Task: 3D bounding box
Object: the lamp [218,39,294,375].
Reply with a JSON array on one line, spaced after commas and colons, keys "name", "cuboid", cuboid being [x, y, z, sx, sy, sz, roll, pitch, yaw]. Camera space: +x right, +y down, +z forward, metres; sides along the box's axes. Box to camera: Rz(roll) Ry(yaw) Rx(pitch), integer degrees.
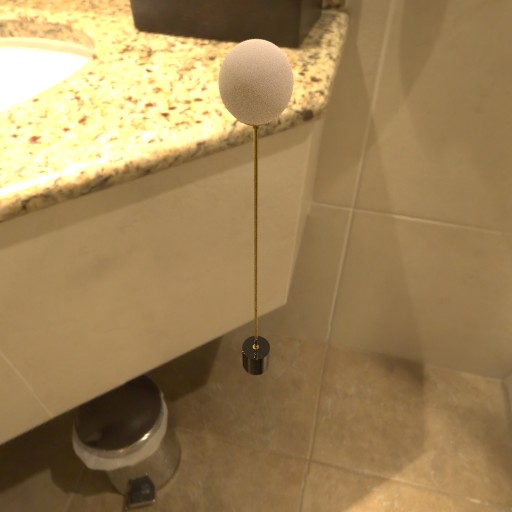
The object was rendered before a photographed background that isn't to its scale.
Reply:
[{"name": "lamp", "cuboid": [0.000, 0.000, 1.885, 0.229, 1.748, 0.229, -17, 48, -16]}]
